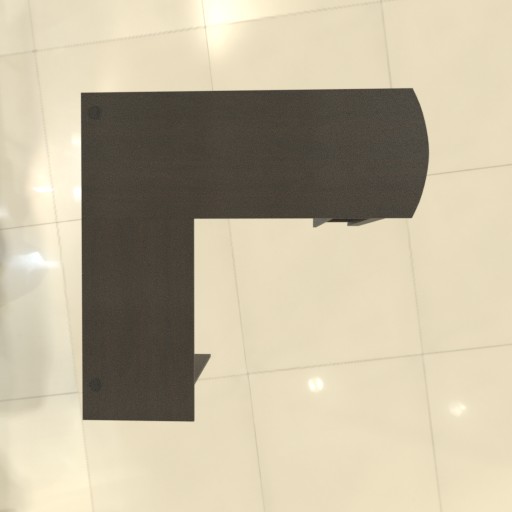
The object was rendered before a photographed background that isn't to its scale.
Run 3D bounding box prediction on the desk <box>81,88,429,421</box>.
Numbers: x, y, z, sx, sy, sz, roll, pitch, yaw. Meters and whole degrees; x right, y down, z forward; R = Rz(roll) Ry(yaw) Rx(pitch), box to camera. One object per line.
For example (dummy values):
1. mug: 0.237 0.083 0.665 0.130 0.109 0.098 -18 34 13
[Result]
1. desk: 0.000 0.000 2.092 1.361 0.716 1.303 0 91 2
